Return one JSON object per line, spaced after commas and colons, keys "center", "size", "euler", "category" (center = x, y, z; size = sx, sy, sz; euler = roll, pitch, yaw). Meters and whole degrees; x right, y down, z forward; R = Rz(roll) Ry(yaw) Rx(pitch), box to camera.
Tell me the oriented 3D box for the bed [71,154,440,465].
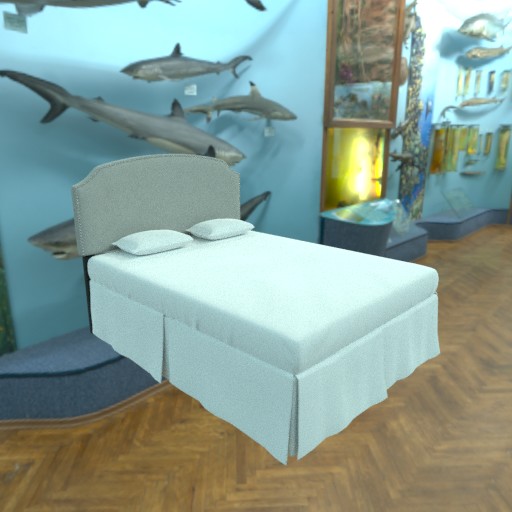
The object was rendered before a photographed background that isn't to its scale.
{"center": [0.000, 0.000, 2.946], "size": [1.999, 1.270, 1.558], "euler": [14, 21, 42], "category": "bed"}
